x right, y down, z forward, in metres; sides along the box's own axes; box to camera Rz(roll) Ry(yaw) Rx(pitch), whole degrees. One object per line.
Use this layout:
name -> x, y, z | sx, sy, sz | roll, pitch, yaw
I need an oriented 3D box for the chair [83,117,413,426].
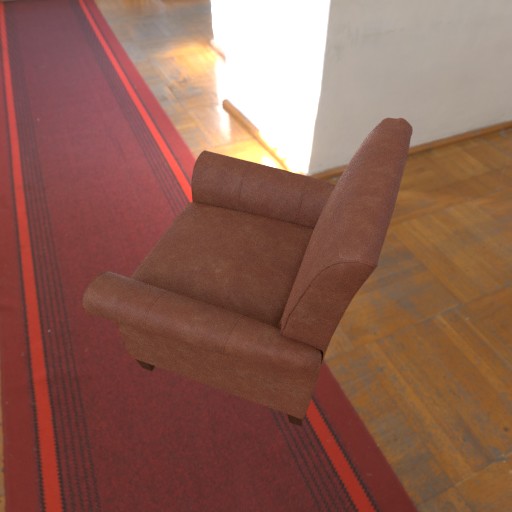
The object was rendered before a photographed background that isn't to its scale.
chair -> 0.000, 0.000, 1.737 | 0.902, 1.061, 0.978 | 15, 47, 14
